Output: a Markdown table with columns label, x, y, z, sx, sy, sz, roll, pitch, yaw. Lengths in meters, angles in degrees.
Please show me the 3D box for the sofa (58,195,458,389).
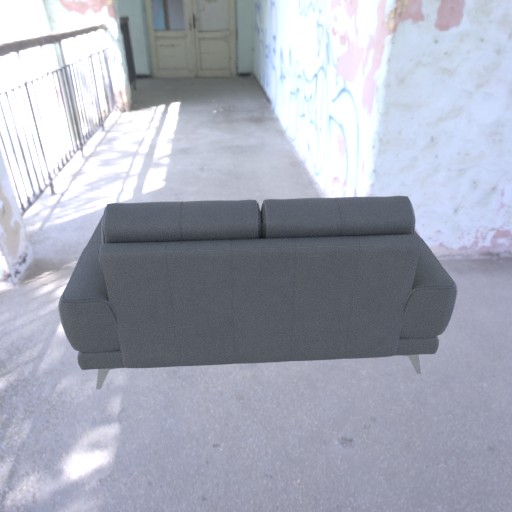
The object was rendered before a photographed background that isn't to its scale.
| label | x | y | z | sx | sy | sz | roll | pitch | yaw |
| --- | --- | --- | --- | --- | --- | --- | --- | --- | --- |
| sofa | 0.000 | 0.000 | 2.393 | 1.806 | 0.907 | 1.018 | -2 | 31 | -3 |
